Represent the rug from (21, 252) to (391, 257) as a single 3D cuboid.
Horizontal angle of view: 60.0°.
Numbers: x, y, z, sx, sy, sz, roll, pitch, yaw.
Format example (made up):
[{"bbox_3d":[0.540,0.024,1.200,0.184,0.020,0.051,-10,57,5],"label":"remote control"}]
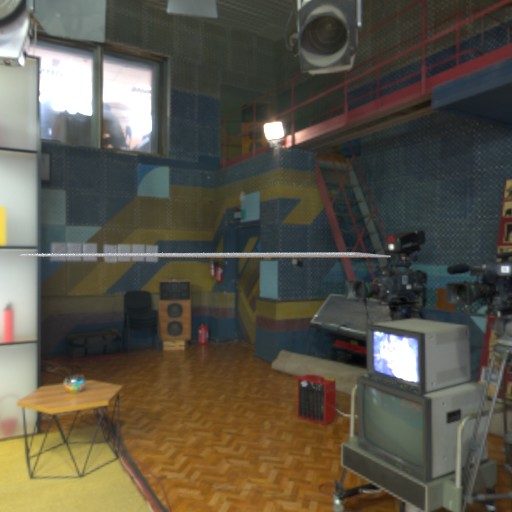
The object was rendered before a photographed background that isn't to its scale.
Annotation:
[{"bbox_3d":[0.000,0.000,2.865,1.555,0.011,2.232,0,0,20],"label":"rug"}]
